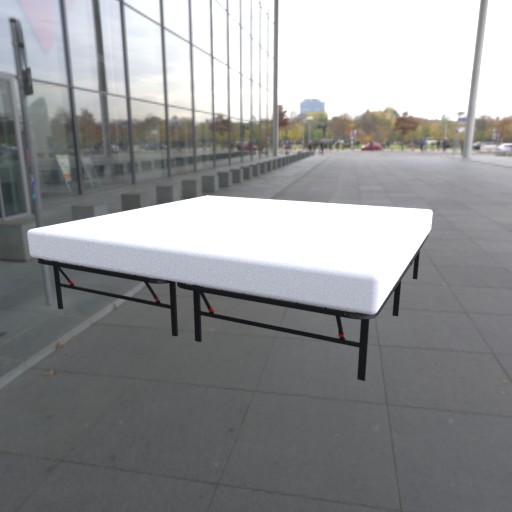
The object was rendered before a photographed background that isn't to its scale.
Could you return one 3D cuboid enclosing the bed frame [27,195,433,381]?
[{"bbox_3d":[0.000,0.000,3.032,2.033,0.525,1.935,7,16,26],"label":"bed frame"}]
